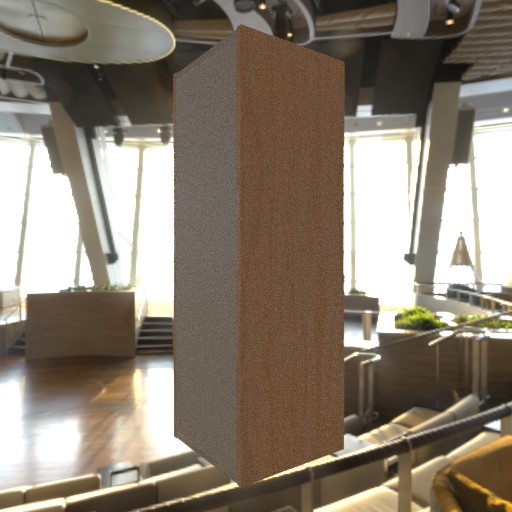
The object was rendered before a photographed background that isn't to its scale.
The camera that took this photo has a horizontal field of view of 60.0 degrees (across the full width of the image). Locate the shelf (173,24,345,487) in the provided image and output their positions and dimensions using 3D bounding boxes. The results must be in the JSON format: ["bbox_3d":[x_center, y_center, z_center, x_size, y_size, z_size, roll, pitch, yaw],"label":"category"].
[{"bbox_3d":[0.000,0.000,1.066,0.290,0.900,0.300,0,0,-36],"label":"shelf"}]
